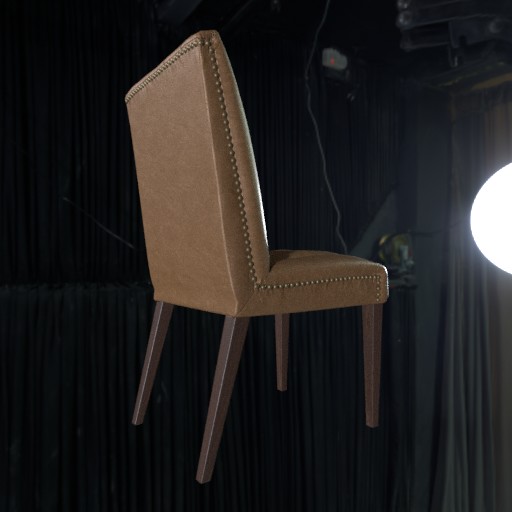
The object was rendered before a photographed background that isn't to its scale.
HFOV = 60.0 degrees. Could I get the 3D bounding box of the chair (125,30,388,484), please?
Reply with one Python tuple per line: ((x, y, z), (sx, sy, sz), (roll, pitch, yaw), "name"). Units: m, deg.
((0.000, 0.000, 1.337), (0.647, 1.016, 0.511), (0, 0, -35), "chair")
